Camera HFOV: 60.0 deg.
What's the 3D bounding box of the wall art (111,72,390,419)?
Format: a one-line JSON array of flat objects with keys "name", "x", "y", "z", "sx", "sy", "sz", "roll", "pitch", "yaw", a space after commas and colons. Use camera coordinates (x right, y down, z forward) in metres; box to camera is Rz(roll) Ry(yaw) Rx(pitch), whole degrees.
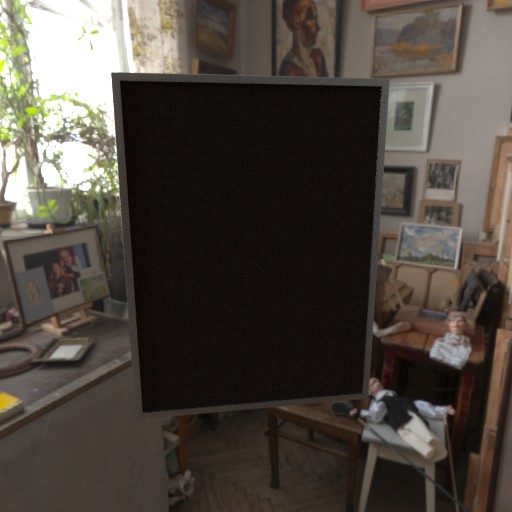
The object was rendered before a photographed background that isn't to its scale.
[{"name": "wall art", "x": 0.000, "y": 0.000, "z": 1.400, "sx": 0.801, "sy": 1.062, "sz": 0.037, "roll": -2, "pitch": 14, "yaw": -9}]
